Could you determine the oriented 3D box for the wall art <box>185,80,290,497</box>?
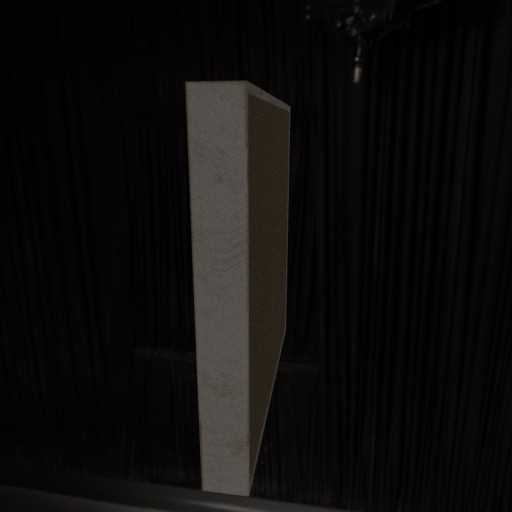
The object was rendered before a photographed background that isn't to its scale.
[{"bbox_3d":[0.000,0.000,0.452,0.038,0.303,0.305,3,16,9],"label":"wall art"}]
